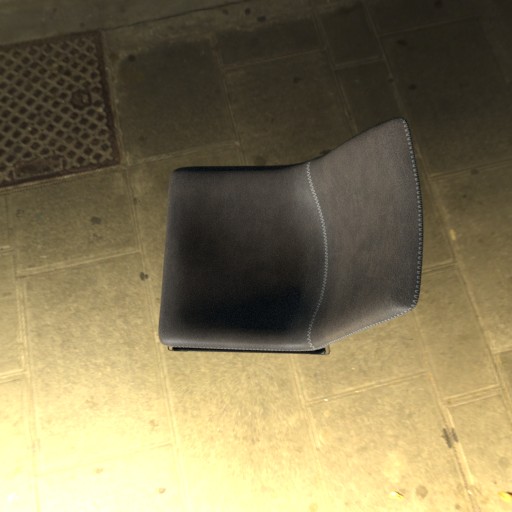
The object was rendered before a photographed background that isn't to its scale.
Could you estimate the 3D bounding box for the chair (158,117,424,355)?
[{"bbox_3d":[0.000,0.000,1.101,0.550,0.780,0.460,1,76,0],"label":"chair"}]
